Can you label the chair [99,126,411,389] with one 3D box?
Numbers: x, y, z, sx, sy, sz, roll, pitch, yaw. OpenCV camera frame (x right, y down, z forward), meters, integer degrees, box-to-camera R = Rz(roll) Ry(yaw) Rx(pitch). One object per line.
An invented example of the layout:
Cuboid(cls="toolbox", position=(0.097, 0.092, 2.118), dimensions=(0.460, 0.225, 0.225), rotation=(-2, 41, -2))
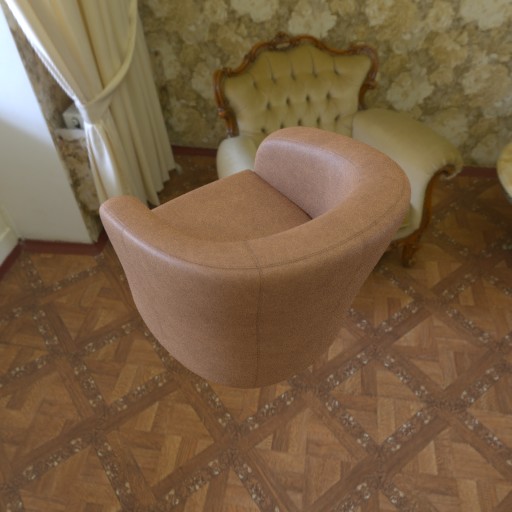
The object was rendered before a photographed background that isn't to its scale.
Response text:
Cuboid(cls="chair", position=(0.000, 0.000, 1.479), dimensions=(0.791, 0.771, 0.815), rotation=(-29, 52, -25))
